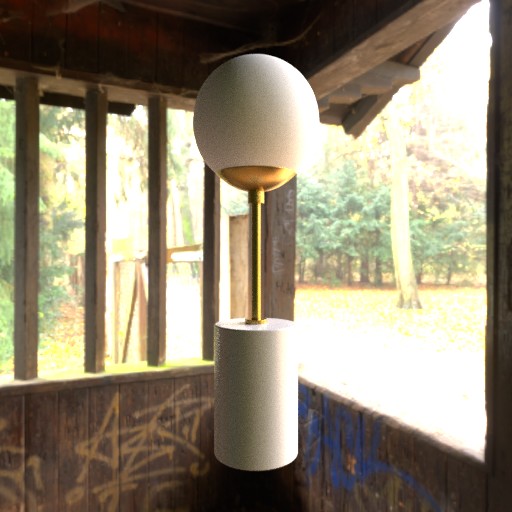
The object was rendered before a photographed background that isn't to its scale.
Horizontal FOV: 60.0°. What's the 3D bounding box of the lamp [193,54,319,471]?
[{"bbox_3d":[0.000,0.000,0.544,0.153,0.480,0.153,0,0,0],"label":"lamp"}]
